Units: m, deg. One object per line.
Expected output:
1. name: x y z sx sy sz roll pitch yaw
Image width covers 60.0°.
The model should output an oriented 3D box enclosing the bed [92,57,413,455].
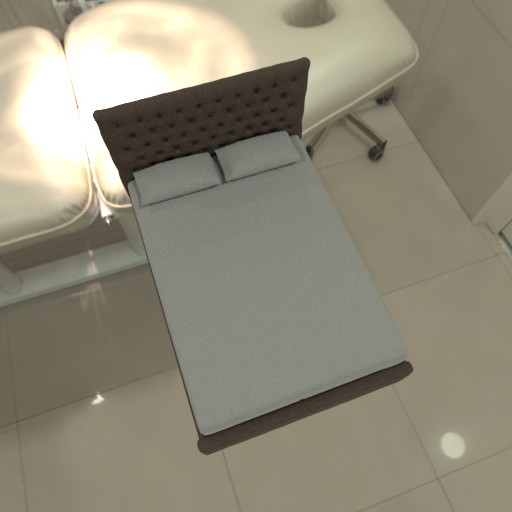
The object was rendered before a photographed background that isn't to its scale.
1. bed: 0.000 0.000 3.452 1.698 1.427 2.387 -18 65 -9
